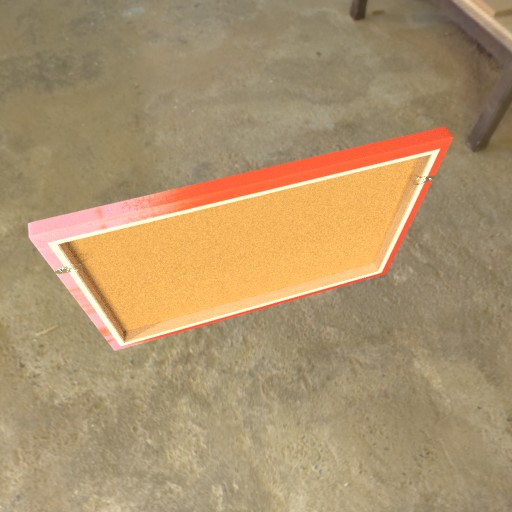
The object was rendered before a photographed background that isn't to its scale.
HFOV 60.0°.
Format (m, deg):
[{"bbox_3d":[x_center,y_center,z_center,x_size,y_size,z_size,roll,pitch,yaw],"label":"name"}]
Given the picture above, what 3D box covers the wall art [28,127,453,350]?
[{"bbox_3d":[0.000,0.000,1.174,0.913,0.609,0.040,-15,59,-9],"label":"wall art"}]
